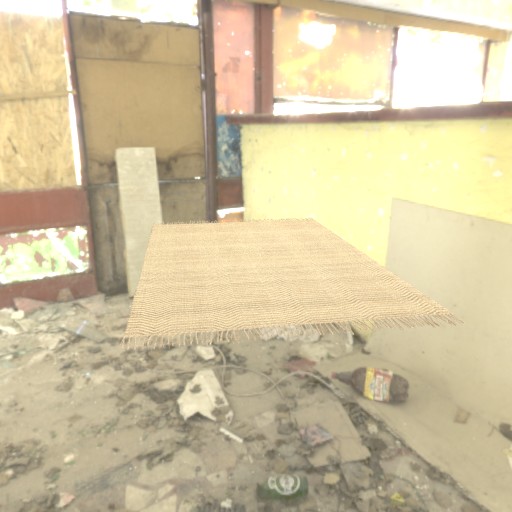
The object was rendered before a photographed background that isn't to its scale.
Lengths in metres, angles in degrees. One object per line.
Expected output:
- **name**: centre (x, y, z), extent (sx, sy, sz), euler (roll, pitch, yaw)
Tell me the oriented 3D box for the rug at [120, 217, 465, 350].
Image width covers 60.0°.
- **rug**: centre (0.000, 0.000, 2.468), extent (1.224, 0.027, 2.021), euler (-3, 16, -9)
